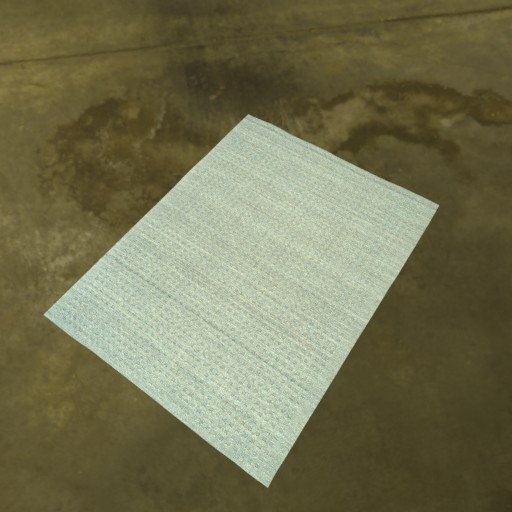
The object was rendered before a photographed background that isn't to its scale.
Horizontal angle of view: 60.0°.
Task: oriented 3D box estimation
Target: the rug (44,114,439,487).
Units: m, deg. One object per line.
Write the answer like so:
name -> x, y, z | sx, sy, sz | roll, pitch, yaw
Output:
rug -> 0.000, 0.000, 4.307 | 2.443, 0.007, 3.200 | 31, 64, 17
